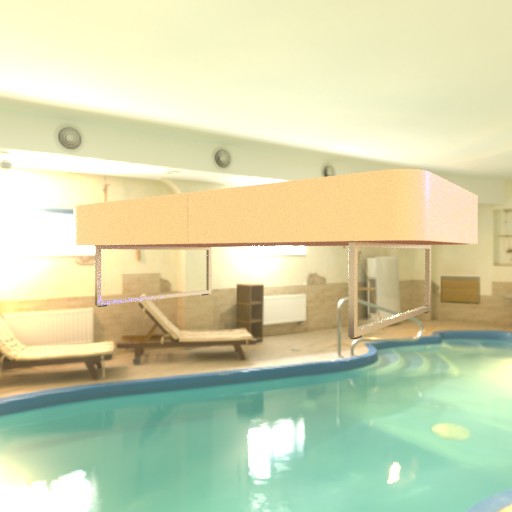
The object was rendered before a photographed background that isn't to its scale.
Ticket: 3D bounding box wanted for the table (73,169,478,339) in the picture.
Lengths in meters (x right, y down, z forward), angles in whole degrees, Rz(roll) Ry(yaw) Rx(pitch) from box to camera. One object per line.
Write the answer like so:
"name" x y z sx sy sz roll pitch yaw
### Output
"table" 0.000 0.000 1.415 1.200 0.340 0.600 0 1 37
